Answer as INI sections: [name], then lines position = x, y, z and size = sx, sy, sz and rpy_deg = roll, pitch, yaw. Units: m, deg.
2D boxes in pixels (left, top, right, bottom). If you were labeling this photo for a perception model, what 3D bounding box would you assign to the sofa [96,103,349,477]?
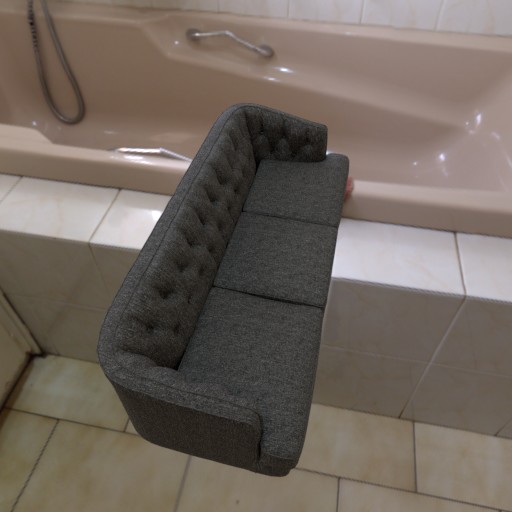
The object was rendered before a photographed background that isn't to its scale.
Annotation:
[sofa]
position = 0.000, 0.000, 2.693
size = 0.941, 0.855, 2.278
rpy_deg = 10, 48, 9
